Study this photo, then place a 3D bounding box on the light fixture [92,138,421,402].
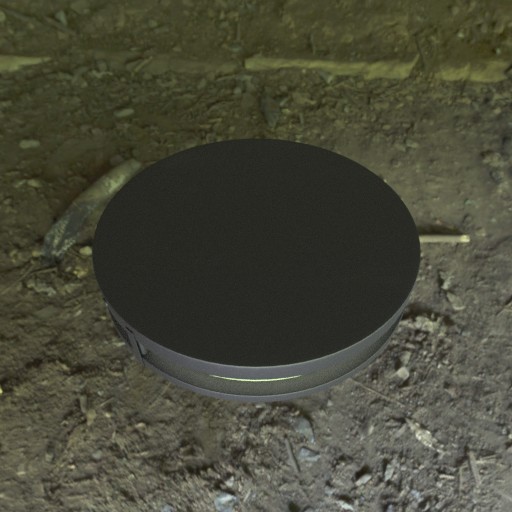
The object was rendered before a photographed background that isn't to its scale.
[{"bbox_3d":[0.000,0.000,0.528,0.356,0.102,0.356,0,46,0],"label":"light fixture"}]
